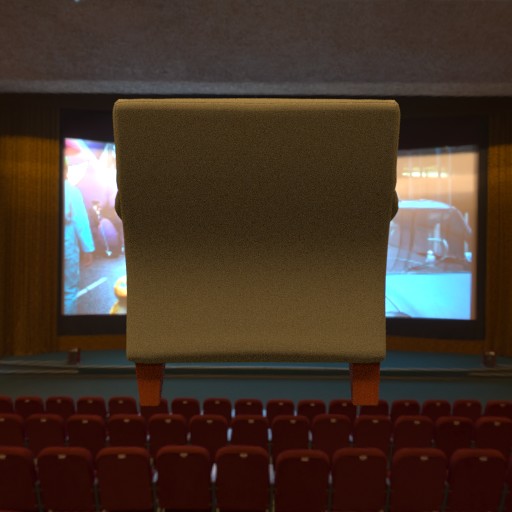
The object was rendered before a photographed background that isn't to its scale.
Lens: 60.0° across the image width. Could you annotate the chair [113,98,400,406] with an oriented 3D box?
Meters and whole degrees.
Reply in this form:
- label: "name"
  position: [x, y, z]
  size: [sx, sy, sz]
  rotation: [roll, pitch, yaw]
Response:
- label: "chair"
  position: [0.000, 0.000, 1.858]
  size: [0.955, 1.038, 1.070]
  rotation: [0, -1, 0]
